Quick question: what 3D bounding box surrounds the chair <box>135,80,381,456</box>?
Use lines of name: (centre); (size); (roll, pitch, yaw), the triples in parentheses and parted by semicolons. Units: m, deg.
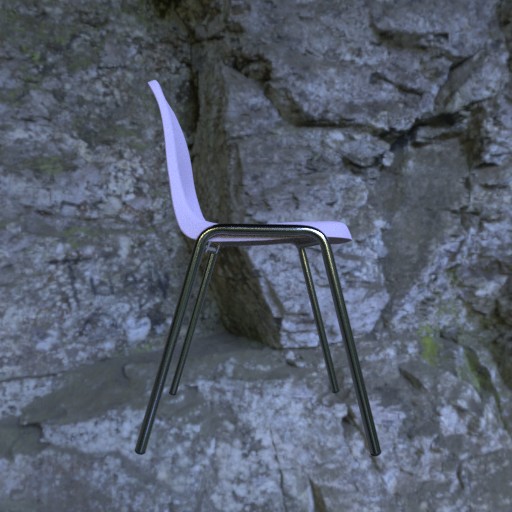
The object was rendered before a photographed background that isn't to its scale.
chair: (0.000, 0.000, 0.960); (0.436, 0.704, 0.381); (0, 0, -1)
